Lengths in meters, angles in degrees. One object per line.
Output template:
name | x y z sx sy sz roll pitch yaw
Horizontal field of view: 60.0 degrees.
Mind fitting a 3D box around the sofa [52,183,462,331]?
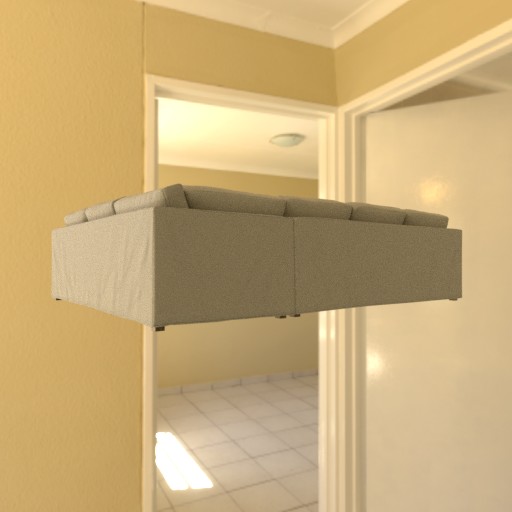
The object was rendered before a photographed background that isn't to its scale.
sofa | 0.000 0.000 4.295 3.182 0.871 2.432 0 -1 -37
